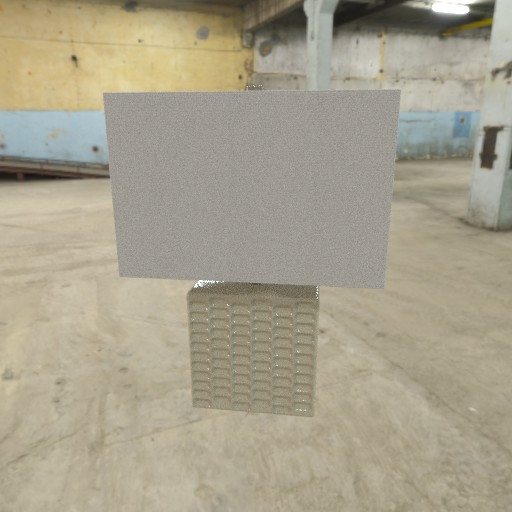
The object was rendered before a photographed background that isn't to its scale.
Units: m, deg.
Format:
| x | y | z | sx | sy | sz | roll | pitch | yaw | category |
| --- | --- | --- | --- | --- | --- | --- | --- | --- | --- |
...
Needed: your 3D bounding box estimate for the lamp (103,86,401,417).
| x | y | z | sx | sy | sz | roll | pitch | yaw | category |
| --- | --- | --- | --- | --- | --- | --- | --- | --- | --- |
| 0.000 | 0.000 | 0.719 | 0.380 | 0.515 | 0.200 | 2 | 16 | 8 | lamp |
